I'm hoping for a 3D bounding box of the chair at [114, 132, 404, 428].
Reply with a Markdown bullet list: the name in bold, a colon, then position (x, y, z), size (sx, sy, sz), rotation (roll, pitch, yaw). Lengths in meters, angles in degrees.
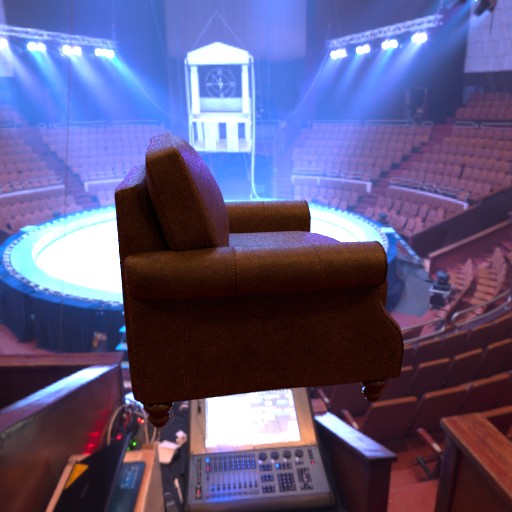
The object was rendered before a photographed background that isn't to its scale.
- **chair**: position (0.000, 0.000, 1.830), size (1.002, 0.976, 0.996), rotation (-3, 17, -10)
